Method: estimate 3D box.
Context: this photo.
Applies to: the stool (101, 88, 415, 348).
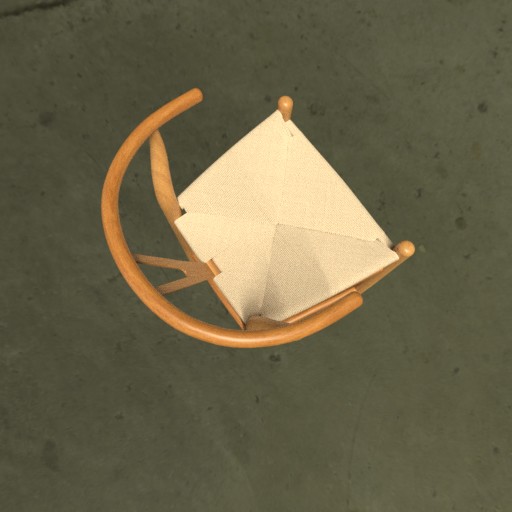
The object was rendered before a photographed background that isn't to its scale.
[{"bbox_3d":[0.000,0.000,1.297,0.579,0.970,0.569,-35,78,-9],"label":"stool"}]
